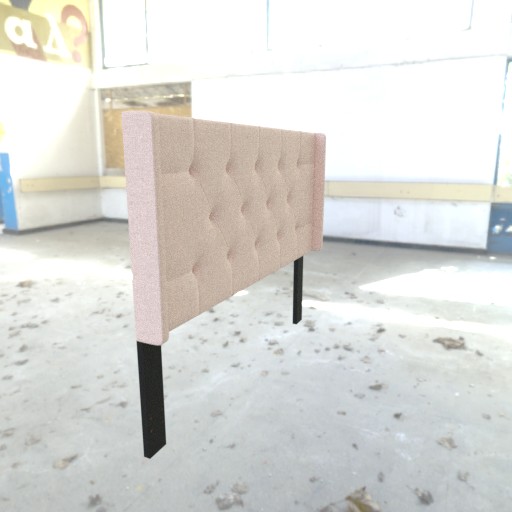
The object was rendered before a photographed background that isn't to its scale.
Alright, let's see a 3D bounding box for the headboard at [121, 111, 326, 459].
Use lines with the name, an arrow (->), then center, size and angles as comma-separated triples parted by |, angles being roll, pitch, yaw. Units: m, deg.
headboard -> 0.000, 0.000, 2.698 | 0.184, 1.524, 2.051 | 6, 15, 26
